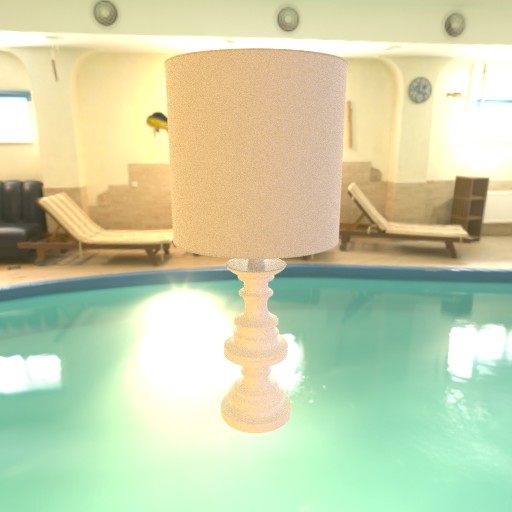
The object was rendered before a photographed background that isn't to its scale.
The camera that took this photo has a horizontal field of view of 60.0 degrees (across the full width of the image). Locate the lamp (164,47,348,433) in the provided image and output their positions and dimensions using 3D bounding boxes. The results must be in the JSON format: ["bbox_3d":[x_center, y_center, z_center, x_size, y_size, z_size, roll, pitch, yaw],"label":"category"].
[{"bbox_3d":[0.000,0.000,0.571,0.208,0.455,0.208,-7,16,-26],"label":"lamp"}]
